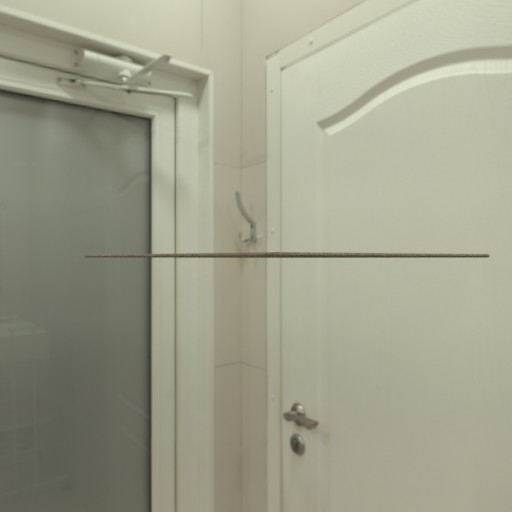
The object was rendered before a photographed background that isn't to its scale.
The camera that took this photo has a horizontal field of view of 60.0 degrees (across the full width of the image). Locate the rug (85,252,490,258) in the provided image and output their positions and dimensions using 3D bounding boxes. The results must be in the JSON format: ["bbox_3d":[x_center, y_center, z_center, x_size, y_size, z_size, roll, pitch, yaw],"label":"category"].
[{"bbox_3d":[0.000,0.000,2.325,1.219,0.016,1.829,0,0,-37],"label":"rug"}]
